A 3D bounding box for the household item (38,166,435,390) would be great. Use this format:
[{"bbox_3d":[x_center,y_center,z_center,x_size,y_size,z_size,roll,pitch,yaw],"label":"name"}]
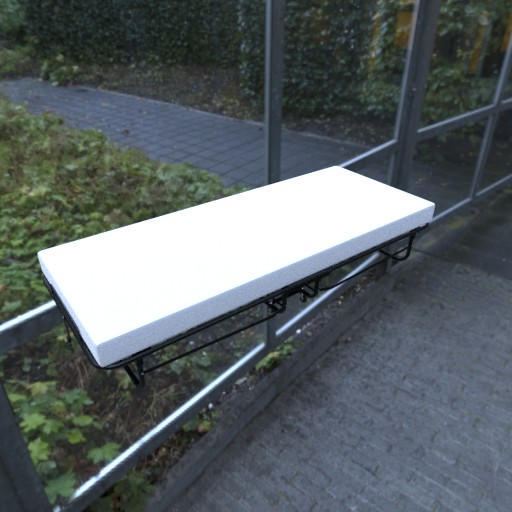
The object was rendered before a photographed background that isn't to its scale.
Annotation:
[{"bbox_3d":[0.000,0.000,2.252,1.905,0.356,0.787,-21,37,-31],"label":"household item"}]
